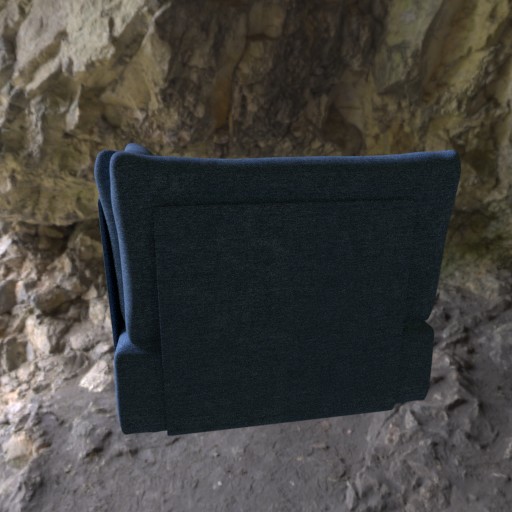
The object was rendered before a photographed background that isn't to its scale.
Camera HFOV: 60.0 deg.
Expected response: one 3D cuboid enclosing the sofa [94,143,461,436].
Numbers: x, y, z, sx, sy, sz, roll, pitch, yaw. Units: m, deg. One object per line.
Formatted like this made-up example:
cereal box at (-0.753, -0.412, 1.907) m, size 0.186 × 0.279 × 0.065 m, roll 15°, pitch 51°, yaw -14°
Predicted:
sofa at (0.000, 0.000, 1.683) m, size 1.000 × 0.820 × 1.000 m, roll -3°, pitch 16°, yaw -10°
